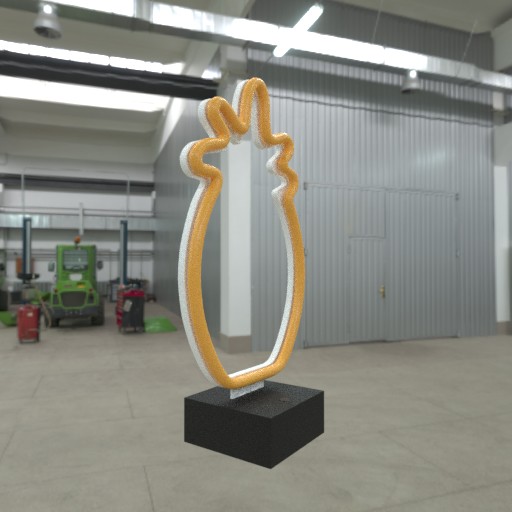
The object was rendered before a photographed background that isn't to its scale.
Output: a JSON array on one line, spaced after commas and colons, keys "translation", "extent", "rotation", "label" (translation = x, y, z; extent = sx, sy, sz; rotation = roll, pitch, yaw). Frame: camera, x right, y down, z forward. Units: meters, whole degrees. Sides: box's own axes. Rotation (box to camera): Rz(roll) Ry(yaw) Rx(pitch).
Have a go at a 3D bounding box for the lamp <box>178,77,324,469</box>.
[{"translation": [0.000, 0.000, 0.391], "extent": [0.088, 0.317, 0.167], "rotation": [-1, -1, 35], "label": "lamp"}]
